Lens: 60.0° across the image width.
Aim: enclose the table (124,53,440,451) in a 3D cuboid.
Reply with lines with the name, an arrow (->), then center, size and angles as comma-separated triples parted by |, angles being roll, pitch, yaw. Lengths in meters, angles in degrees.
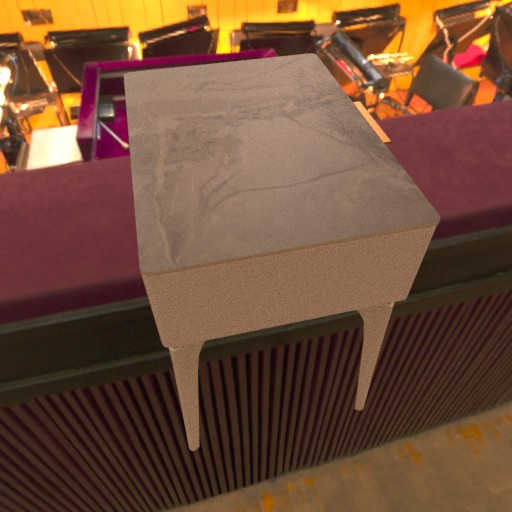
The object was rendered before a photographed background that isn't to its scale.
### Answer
table -> 0.000, 0.000, 0.897 | 0.400, 0.570, 0.500 | -10, 48, -9
